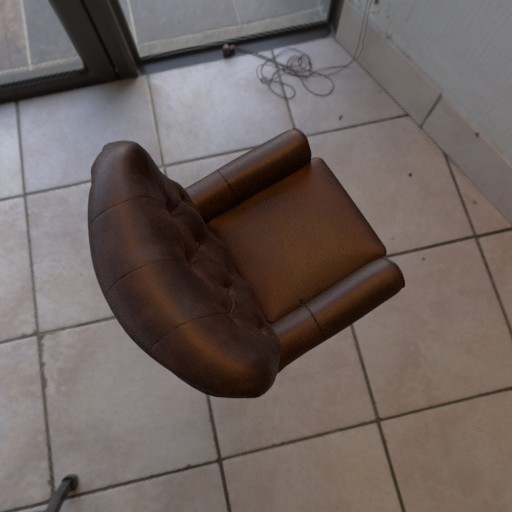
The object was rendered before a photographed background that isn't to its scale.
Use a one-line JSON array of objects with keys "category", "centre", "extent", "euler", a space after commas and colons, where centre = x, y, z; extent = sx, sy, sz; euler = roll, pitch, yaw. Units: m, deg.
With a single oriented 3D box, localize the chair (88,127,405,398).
[{"category": "chair", "centre": [0.000, 0.000, 1.894], "extent": [1.058, 1.158, 0.948], "euler": [-31, 78, -7]}]
